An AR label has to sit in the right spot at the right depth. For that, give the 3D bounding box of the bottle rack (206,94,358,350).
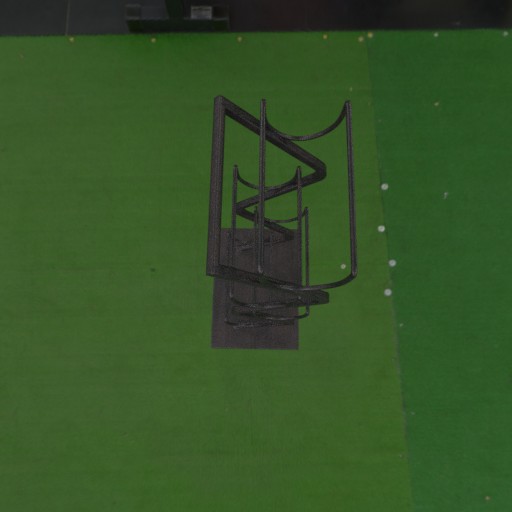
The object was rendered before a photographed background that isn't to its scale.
[{"bbox_3d":[0.000,0.000,0.666,0.178,0.559,0.254,1,76,0],"label":"bottle rack"}]
